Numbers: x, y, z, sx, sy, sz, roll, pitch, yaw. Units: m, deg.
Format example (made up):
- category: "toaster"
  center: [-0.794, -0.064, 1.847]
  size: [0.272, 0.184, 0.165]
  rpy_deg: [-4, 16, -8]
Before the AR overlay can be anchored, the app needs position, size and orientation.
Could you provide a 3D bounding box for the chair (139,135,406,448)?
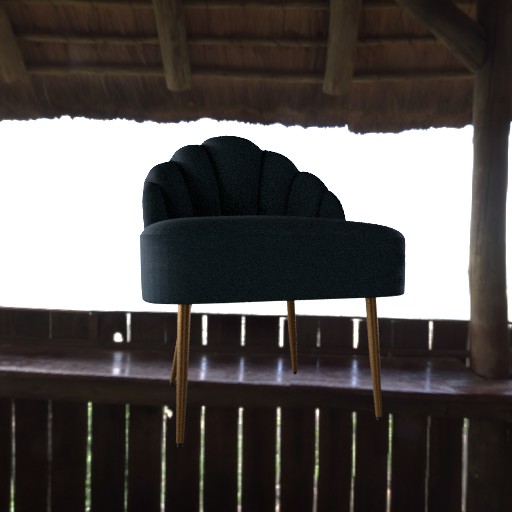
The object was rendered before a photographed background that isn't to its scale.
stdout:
- category: "chair"
  center: [0.000, 0.000, 1.254]
  size: [0.657, 0.819, 0.599]
  rpy_deg: [0, 1, -18]
